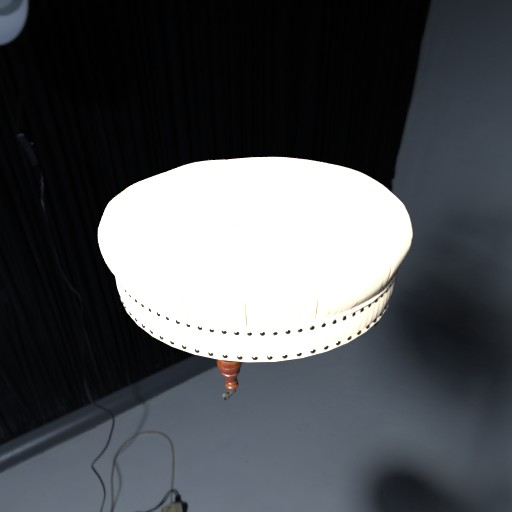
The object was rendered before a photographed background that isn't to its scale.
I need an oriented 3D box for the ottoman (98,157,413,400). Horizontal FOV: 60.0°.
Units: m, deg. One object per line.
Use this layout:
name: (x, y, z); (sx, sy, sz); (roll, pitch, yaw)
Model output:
ottoman: (0.000, 0.000, 1.395); (0.901, 0.439, 0.901); (0, 30, 0)
